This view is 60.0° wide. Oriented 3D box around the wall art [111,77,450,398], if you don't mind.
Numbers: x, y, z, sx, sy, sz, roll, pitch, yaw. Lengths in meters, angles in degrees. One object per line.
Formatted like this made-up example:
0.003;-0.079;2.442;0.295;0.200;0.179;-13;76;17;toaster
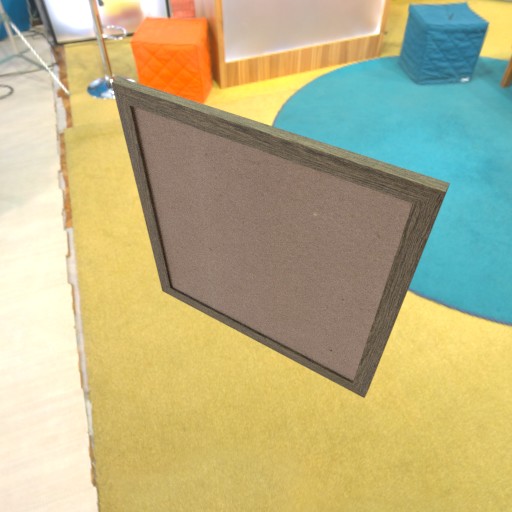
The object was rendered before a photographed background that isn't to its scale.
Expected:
0.000;0.000;0.775;0.508;0.508;0.019;24;51;21;wall art
